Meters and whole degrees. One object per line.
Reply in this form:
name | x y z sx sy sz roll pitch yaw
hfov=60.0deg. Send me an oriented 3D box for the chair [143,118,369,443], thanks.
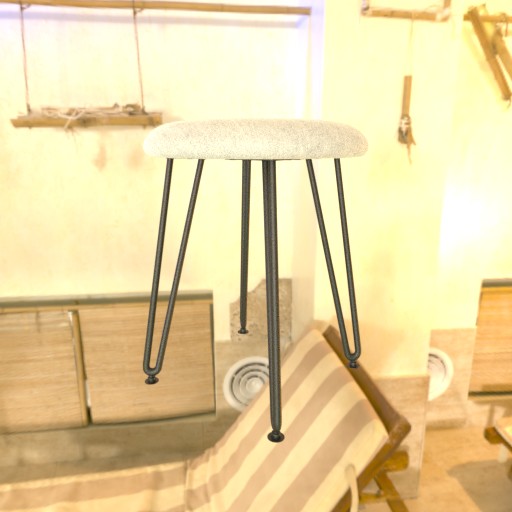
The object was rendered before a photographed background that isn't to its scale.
chair | 0.000 0.000 0.663 0.350 0.386 0.350 -2 14 -9
